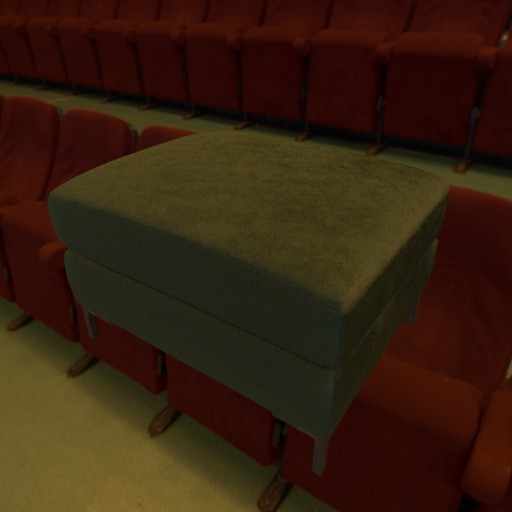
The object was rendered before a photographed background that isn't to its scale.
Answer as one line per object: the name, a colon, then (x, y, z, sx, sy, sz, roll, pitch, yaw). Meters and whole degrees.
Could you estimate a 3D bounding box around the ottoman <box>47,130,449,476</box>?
ottoman: (0.000, 0.000, 1.263, 0.839, 0.538, 0.701, 20, 36, 29)
